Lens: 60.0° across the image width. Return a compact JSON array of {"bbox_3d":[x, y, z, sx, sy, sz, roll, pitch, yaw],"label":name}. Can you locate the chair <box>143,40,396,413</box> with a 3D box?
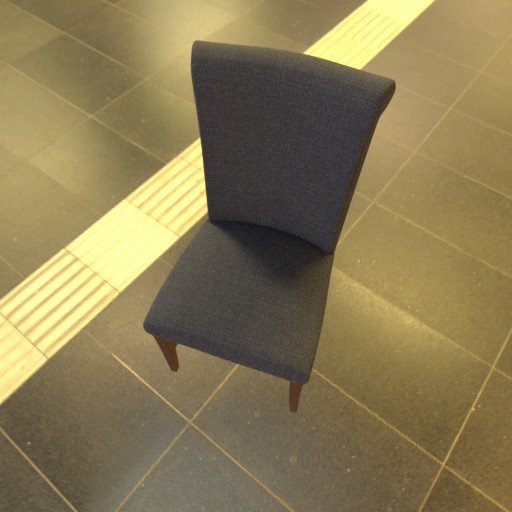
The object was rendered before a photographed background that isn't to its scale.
[{"bbox_3d":[0.000,0.000,1.335,0.513,0.988,0.608,16,59,10],"label":"chair"}]
